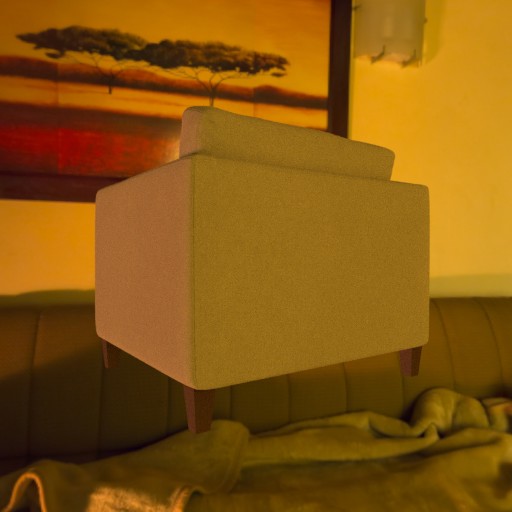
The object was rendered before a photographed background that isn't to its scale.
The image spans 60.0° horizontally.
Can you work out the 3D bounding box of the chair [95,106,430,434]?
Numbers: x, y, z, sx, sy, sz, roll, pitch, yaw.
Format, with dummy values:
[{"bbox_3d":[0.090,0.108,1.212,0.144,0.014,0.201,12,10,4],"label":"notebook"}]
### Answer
[{"bbox_3d":[0.000,0.000,1.858,1.107,0.961,0.959,-1,1,-35],"label":"chair"}]
